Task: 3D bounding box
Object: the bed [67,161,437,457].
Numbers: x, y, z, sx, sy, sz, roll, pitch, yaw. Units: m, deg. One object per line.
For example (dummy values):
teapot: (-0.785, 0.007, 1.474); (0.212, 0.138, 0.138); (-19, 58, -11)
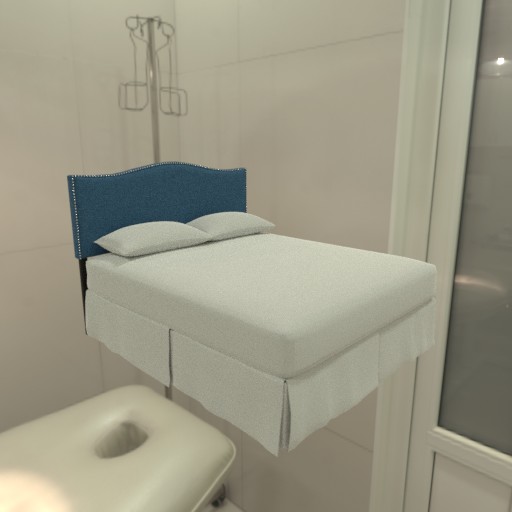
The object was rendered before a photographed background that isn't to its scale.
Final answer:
bed: (0.000, 0.000, 2.890); (1.872, 1.169, 1.610); (13, 19, 42)
